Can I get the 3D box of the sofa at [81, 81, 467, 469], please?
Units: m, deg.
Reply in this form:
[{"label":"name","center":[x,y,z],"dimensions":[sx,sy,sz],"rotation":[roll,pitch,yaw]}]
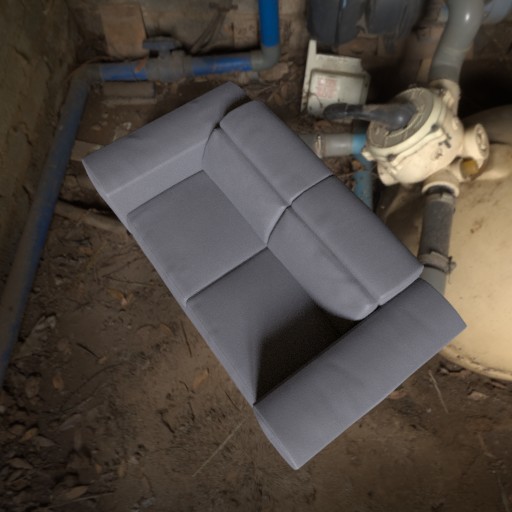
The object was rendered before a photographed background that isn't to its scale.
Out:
[{"label":"sofa","center":[0.000,0.000,2.386],"dimensions":[1.003,0.779,1.895],"rotation":[-33,69,-15]}]
